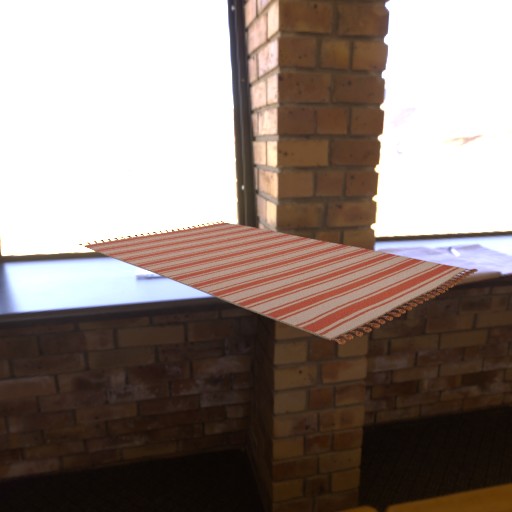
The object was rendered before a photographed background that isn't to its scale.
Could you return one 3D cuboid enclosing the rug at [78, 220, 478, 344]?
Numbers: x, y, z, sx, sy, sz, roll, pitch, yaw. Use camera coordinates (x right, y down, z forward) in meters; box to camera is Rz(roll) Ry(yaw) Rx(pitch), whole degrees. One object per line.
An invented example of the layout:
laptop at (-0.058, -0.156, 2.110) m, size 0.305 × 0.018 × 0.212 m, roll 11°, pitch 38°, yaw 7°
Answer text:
rug at (0.000, 0.000, 2.596) m, size 1.232 × 0.017 × 2.092 m, roll -14°, pitch 20°, yaw -43°
